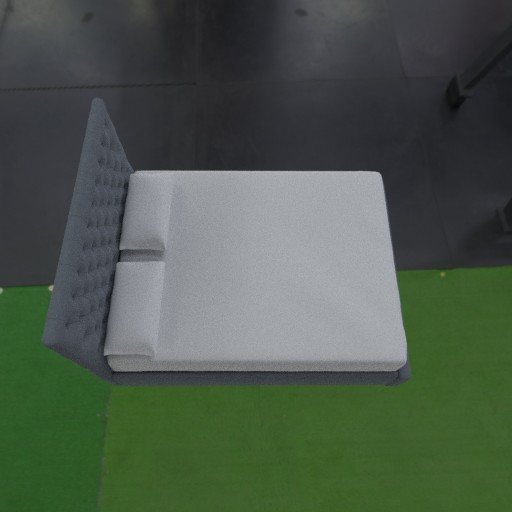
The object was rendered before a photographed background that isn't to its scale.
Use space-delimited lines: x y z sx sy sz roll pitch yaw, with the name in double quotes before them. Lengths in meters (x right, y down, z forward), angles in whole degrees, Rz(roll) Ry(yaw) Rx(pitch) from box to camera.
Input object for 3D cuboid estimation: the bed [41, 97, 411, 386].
"bed" 0.000 0.000 3.252 2.231 1.427 1.698 0 65 0
